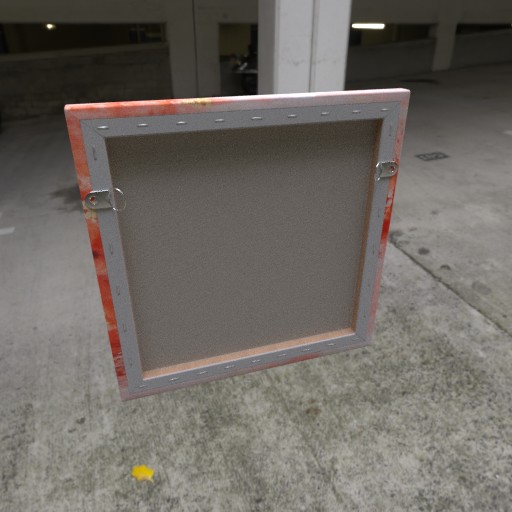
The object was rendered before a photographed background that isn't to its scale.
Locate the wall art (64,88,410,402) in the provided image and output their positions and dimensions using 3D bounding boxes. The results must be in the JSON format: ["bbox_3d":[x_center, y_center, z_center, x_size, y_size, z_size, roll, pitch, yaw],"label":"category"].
[{"bbox_3d":[0.000,0.000,1.096,0.747,0.746,0.064,-9,29,-16],"label":"wall art"}]
